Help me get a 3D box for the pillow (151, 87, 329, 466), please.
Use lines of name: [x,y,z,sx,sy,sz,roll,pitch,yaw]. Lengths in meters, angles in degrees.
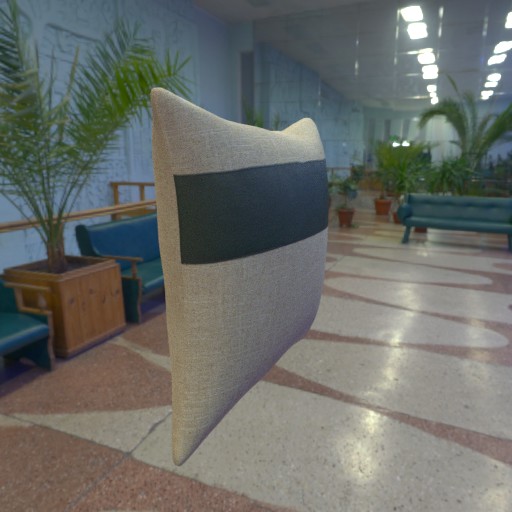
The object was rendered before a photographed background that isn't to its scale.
pillow: [0.000,0.000,0.623,0.173,0.399,0.414,6,14,26]
